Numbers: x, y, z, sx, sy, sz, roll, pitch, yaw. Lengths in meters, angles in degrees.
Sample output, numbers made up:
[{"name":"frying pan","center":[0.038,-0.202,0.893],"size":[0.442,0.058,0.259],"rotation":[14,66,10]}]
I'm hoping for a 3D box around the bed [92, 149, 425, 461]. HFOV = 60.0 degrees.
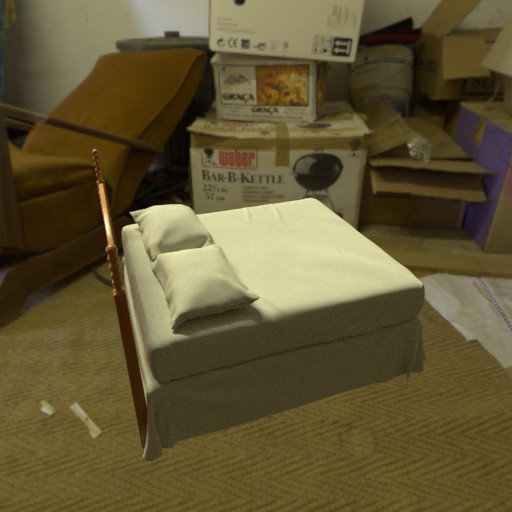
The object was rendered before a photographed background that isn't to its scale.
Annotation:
[{"name":"bed","center":[0.000,0.000,3.268],"size":[2.040,1.356,1.873],"rotation":[-10,31,-17]}]
